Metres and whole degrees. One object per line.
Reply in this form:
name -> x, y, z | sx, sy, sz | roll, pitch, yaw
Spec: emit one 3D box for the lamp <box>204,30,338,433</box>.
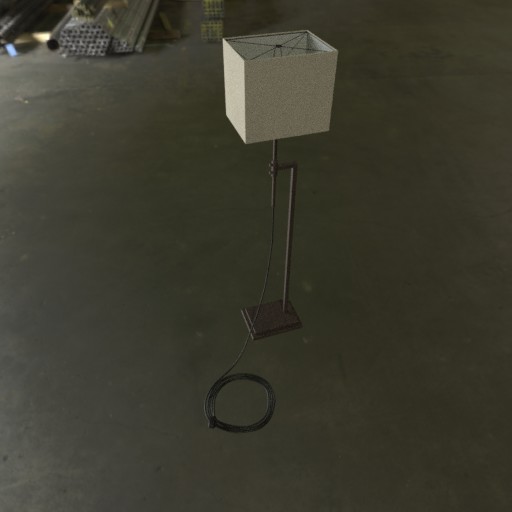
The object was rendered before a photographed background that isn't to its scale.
lamp -> 0.000, 0.000, 1.969 | 0.698, 1.600, 0.774 | -13, 43, -14
